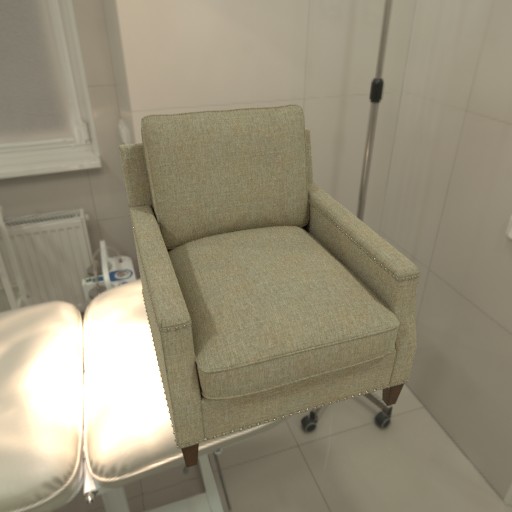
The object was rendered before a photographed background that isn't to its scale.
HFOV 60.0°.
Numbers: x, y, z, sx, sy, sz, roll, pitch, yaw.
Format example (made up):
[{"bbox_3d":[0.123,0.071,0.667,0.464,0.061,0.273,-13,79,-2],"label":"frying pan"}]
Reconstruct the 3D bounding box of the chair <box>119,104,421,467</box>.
[{"bbox_3d":[0.000,0.000,1.694,0.853,0.943,1.014,-10,32,-17],"label":"chair"}]
